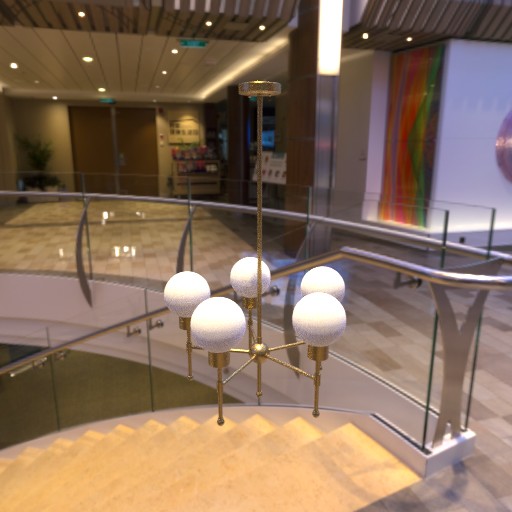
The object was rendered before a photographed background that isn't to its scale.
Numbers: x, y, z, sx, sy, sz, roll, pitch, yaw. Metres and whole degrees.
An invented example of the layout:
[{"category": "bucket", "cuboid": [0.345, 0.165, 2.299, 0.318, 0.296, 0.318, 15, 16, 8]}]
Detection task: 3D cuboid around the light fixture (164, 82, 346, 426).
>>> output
[{"category": "light fixture", "cuboid": [0.000, 0.000, 1.823, 0.815, 1.331, 0.785, 7, 16, 27]}]
